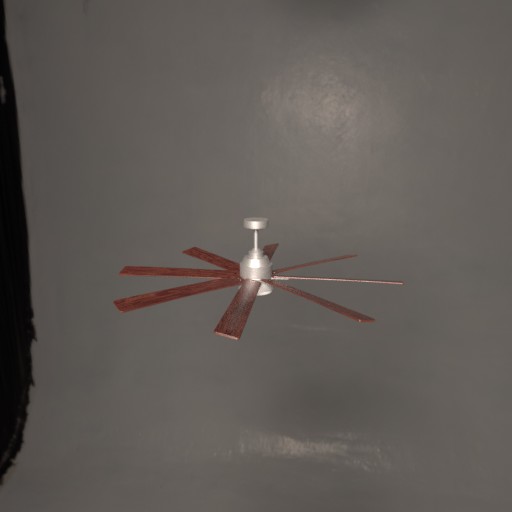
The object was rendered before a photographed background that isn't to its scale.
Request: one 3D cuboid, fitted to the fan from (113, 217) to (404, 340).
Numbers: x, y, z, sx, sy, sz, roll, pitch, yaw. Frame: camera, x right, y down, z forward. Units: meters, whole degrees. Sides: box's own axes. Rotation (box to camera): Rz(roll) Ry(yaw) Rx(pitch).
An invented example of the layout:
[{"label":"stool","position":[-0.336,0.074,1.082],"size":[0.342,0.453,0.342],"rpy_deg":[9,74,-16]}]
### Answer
[{"label":"fan","position":[0.000,0.000,2.829],"size":[1.830,0.472,1.830],"rpy_deg":[2,15,8]}]
